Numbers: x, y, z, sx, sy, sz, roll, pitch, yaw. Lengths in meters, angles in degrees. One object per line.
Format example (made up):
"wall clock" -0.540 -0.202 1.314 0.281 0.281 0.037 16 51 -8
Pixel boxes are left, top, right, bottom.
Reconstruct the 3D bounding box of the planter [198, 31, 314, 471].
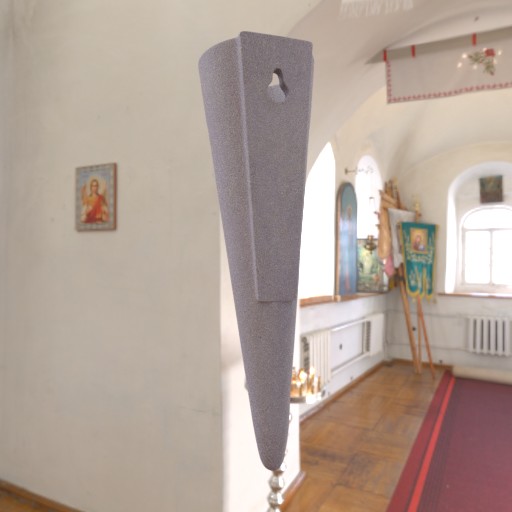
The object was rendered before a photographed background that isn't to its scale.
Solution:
"planter" 0.000 0.000 0.301 0.078 0.259 0.087 0 0 -18
